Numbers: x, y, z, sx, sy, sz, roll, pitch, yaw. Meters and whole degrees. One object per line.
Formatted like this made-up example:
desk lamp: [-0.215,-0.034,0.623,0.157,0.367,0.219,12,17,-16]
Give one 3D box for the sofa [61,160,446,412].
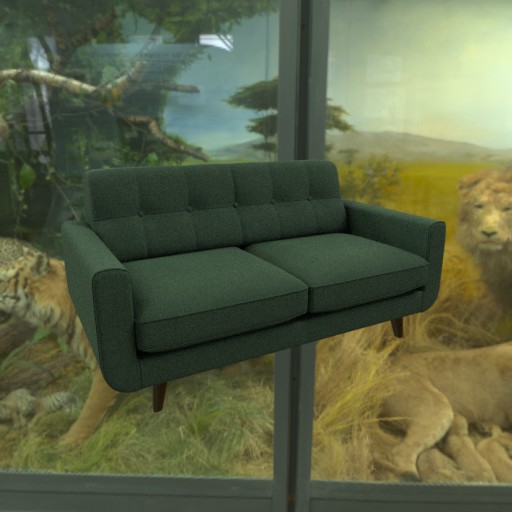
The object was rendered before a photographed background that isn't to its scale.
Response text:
sofa: [0.000,0.000,2.138,1.631,0.841,0.909,-9,18,-28]
